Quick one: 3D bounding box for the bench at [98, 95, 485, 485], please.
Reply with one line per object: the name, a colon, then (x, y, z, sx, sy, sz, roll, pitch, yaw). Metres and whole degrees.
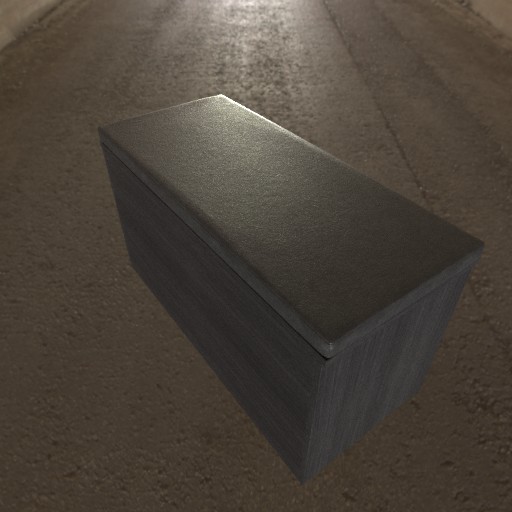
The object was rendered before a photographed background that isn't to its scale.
bench: (0.000, 0.000, 1.163, 0.401, 0.501, 0.905, -26, 47, -27)
